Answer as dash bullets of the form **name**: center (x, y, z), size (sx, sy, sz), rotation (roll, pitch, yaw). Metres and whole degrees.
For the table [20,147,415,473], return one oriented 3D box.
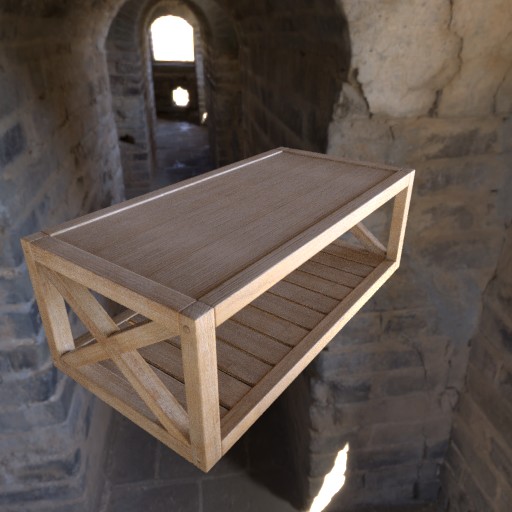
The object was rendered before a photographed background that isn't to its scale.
- **table**: center (0.000, 0.000, 1.622), size (0.660, 0.457, 1.321), rotation (19, 33, 32)
